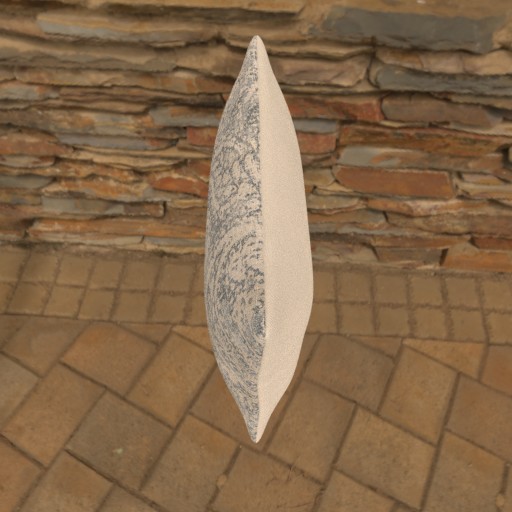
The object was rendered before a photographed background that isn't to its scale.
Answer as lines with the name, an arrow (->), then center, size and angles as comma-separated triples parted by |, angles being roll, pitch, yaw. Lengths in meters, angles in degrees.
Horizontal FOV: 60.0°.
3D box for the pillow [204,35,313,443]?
pillow -> 0.000, 0.000, 0.774 | 0.166, 0.510, 0.523 | -1, 56, -1
